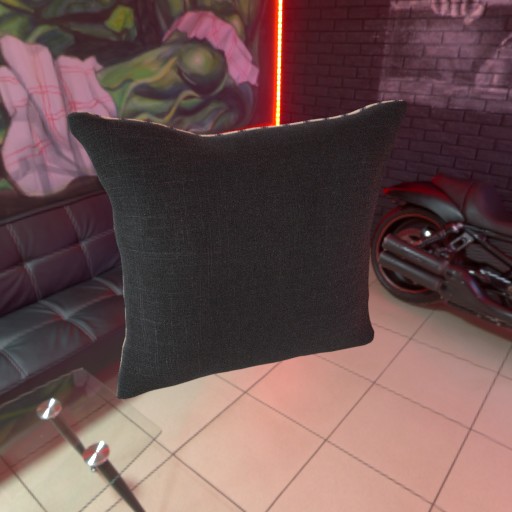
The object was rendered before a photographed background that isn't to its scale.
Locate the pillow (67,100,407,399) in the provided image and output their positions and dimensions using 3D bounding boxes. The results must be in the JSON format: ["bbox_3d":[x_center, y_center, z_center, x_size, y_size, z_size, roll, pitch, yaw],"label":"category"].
[{"bbox_3d":[0.000,0.000,0.678,0.468,0.444,0.138,-8,28,-16],"label":"pillow"}]
